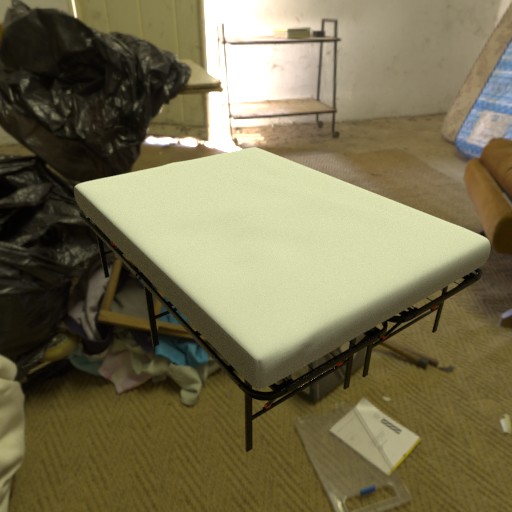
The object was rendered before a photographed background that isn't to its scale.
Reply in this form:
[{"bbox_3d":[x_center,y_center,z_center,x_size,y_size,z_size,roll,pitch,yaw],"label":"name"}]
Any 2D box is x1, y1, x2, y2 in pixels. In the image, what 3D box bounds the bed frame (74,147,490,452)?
[{"bbox_3d":[0.000,0.000,2.486,1.372,0.637,1.905,-20,36,-31],"label":"bed frame"}]
